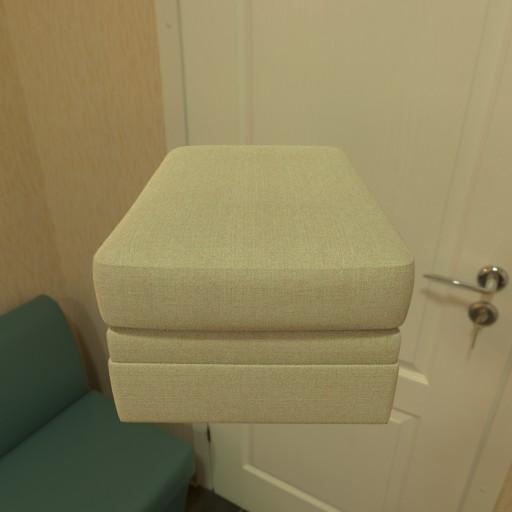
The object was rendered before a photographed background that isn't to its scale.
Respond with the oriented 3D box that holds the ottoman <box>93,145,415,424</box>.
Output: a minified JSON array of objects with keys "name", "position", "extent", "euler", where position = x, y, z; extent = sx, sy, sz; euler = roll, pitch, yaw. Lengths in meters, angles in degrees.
[{"name":"ottoman","position":[0.000,0.000,1.276],"extent":[0.637,0.478,0.885],"euler":[0,27,1]}]
